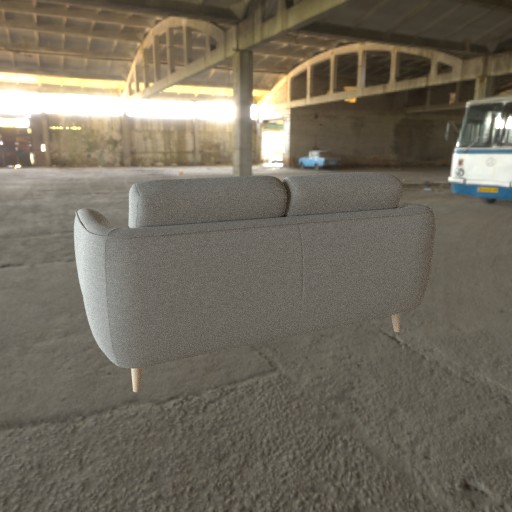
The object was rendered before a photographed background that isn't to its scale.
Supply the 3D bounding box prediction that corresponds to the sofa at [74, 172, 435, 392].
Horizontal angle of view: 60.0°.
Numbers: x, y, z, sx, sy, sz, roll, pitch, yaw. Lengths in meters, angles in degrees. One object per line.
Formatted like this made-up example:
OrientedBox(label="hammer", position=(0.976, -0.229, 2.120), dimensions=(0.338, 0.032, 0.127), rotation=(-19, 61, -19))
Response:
OrientedBox(label="sofa", position=(0.000, 0.000, 2.274), dimensions=(1.700, 0.850, 0.920), rotation=(-7, 15, -25))
